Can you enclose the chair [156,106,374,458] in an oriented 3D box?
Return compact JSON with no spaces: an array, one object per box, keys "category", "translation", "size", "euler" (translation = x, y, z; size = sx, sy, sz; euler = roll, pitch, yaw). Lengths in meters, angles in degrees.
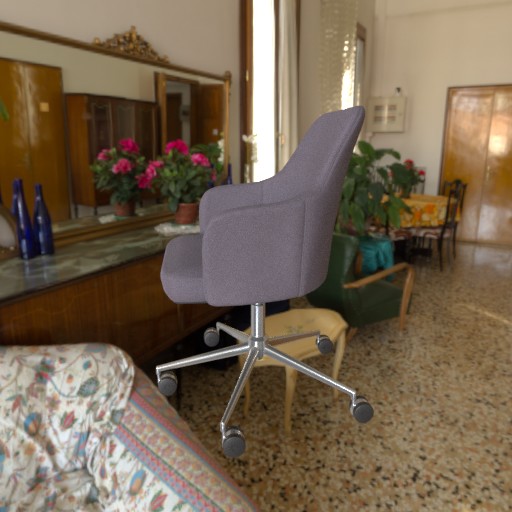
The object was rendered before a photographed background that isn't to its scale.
[{"category":"chair","translation":[0.000,0.000,1.280],"size":[0.600,0.820,0.655],"euler":[-2,14,-8]}]
